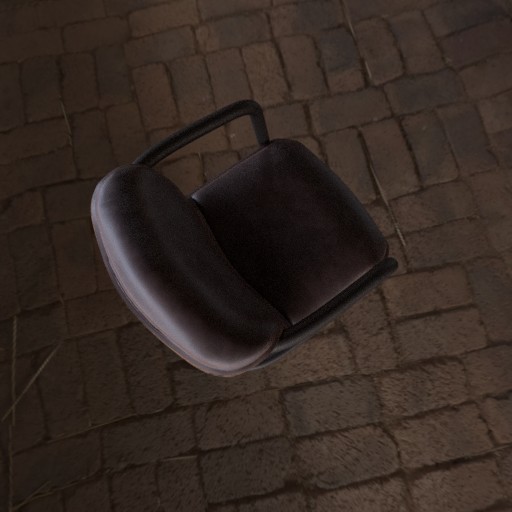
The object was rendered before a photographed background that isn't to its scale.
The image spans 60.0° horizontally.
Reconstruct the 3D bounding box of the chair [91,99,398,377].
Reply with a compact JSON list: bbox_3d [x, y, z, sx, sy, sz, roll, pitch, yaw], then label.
[{"bbox_3d":[0.000,0.000,1.235,0.664,0.836,0.536,-36,77,-9],"label":"chair"}]
